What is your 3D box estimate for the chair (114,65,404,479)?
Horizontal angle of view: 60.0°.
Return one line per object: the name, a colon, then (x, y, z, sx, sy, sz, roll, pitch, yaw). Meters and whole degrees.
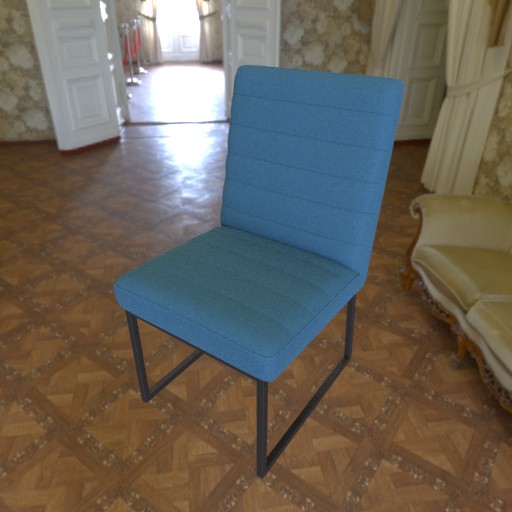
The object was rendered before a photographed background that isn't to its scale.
chair: (0.000, 0.000, 1.265, 0.520, 0.930, 0.634, 19, 35, 30)
